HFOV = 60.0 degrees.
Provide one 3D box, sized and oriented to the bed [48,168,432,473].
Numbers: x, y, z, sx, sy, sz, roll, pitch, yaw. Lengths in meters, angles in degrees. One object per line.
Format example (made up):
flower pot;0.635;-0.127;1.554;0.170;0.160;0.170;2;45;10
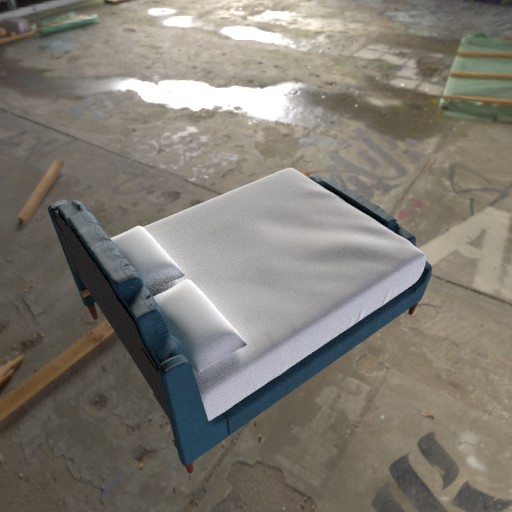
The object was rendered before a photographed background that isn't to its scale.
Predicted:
bed;0.000;0.000;3.349;2.322;1.351;1.676;-27;49;-26
